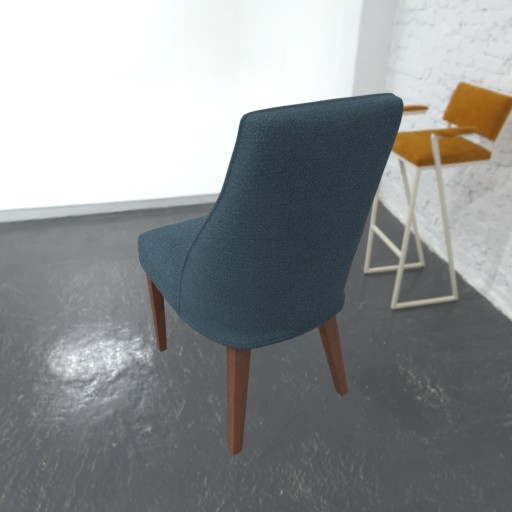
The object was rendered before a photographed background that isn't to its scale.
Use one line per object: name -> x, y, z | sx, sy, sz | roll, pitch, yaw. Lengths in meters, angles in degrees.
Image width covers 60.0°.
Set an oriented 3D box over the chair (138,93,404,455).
chair -> 0.000, 0.000, 1.249 | 0.500, 0.930, 0.620 | -17, 34, -28
